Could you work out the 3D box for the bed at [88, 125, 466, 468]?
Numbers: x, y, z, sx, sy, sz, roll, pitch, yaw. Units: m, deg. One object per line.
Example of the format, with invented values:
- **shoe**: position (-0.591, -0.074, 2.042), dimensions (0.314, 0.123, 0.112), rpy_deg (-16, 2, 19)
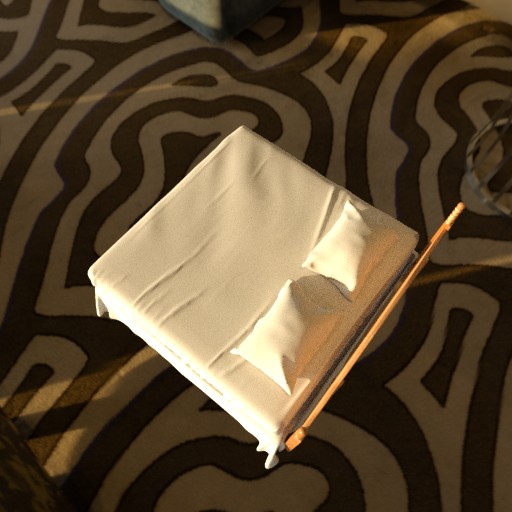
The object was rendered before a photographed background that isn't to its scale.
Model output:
- **bed**: position (0.000, 0.000, 3.614), dimensions (2.219, 1.355, 2.322), rpy_deg (36, 69, 16)
